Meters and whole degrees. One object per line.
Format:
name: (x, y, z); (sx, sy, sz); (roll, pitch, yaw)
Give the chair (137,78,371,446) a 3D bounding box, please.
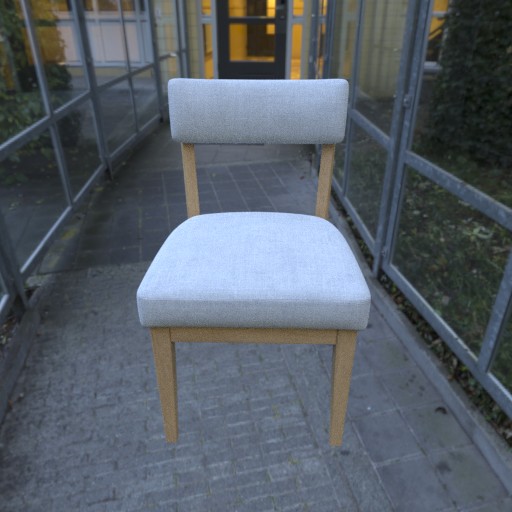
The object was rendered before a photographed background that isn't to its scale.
chair: (0.000, 0.000, 1.192); (0.508, 0.832, 0.572); (1, 30, 1)
